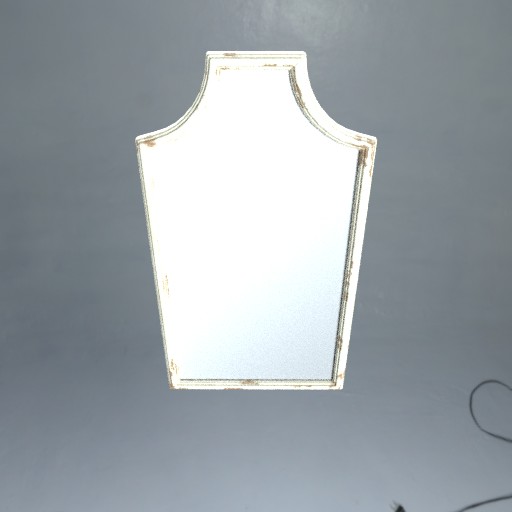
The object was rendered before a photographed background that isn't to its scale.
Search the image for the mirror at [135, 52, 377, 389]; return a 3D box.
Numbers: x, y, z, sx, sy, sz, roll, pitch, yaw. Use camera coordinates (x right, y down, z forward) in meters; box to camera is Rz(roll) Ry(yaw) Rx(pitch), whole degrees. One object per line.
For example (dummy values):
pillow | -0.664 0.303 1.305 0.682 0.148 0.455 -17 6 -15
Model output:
mirror | 0.000 0.000 0.856 0.403 0.717 0.022 0 30 0
